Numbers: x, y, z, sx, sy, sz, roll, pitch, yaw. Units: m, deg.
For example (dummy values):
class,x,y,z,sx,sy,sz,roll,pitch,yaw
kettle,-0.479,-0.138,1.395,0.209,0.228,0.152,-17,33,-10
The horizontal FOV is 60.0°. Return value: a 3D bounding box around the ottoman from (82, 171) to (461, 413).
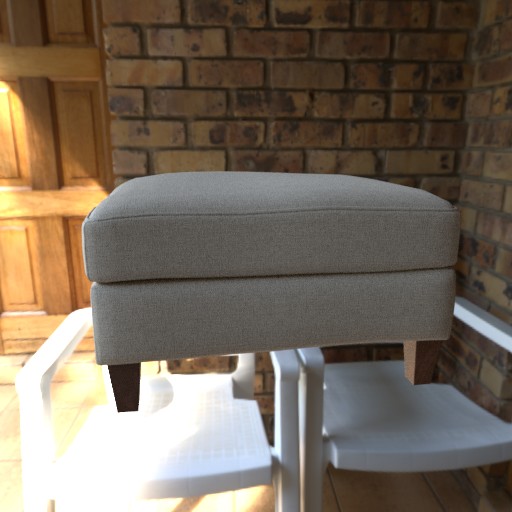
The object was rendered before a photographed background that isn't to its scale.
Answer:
class,x,y,z,sx,sy,sz,roll,pitch,yaw
ottoman,0.000,0.000,1.354,0.838,0.503,0.838,-2,15,-9
